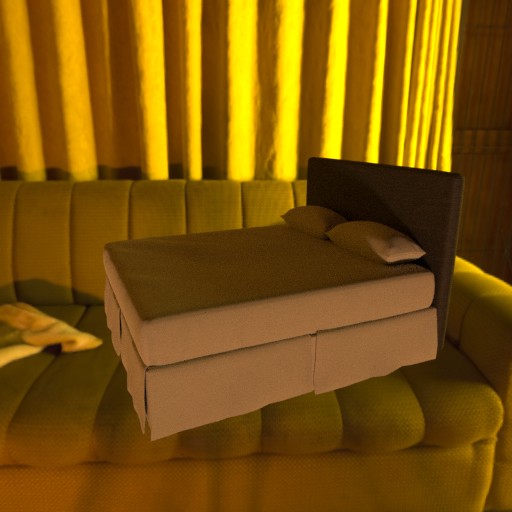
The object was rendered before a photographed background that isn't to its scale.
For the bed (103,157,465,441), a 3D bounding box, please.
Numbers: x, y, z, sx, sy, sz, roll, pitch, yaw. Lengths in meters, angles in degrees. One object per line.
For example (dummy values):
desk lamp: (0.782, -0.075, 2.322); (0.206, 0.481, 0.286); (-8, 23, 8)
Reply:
bed: (0.000, 0.000, 3.360); (2.142, 1.330, 1.884); (-7, 18, -23)
